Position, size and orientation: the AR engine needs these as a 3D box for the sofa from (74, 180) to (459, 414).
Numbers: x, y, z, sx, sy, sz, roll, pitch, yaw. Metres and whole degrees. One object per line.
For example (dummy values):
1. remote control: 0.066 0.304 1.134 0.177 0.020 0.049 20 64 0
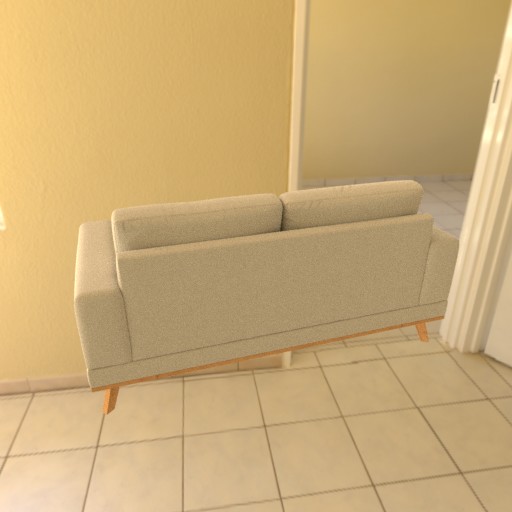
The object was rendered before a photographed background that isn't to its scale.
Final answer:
1. sofa: 0.000 0.000 2.161 1.651 0.810 0.915 -8 27 -16
